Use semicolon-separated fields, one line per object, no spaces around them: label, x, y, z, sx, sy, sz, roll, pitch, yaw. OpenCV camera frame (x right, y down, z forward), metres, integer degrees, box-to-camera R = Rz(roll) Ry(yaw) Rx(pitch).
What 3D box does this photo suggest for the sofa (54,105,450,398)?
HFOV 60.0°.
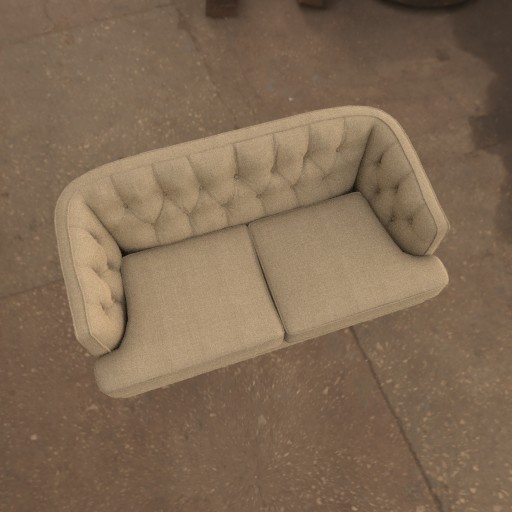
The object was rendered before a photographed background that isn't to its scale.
sofa;0.000;0.000;2.259;1.733;0.855;0.941;-16;65;-8
